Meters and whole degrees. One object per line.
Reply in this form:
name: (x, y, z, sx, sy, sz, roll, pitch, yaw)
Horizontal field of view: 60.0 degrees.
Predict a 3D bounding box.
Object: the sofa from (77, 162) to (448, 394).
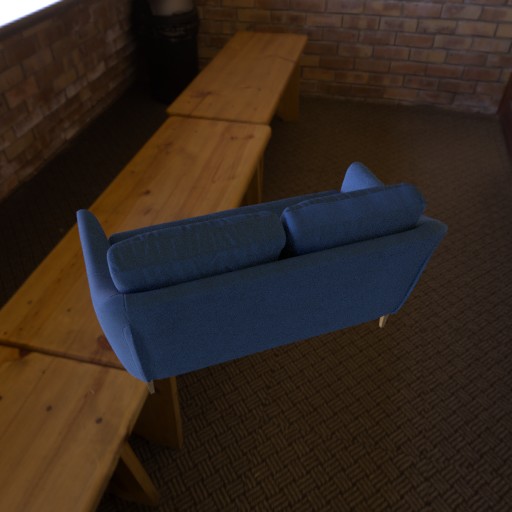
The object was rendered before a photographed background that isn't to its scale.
sofa: (0.000, 0.000, 2.215, 1.619, 0.902, 0.960, -13, 44, -14)
